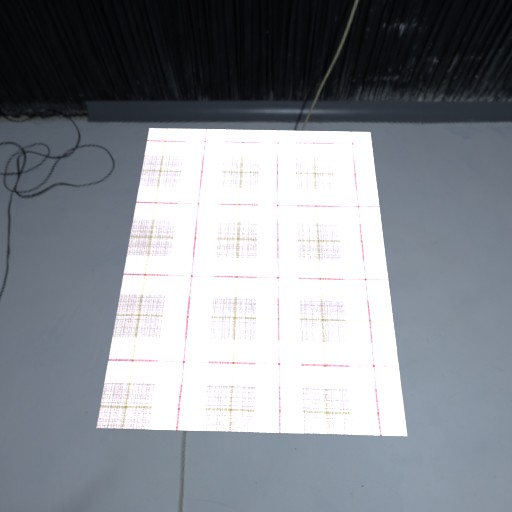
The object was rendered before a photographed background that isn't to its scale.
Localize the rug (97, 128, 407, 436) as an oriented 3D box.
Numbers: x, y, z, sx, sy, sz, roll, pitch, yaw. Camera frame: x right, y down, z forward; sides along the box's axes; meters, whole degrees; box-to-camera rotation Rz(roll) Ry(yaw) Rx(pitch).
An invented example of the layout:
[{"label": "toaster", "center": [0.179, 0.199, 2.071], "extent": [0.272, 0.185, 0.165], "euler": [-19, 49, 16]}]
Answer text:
[{"label": "rug", "center": [0.000, 0.000, 3.982], "extent": [2.317, 0.016, 2.959], "euler": [1, 63, 1]}]
